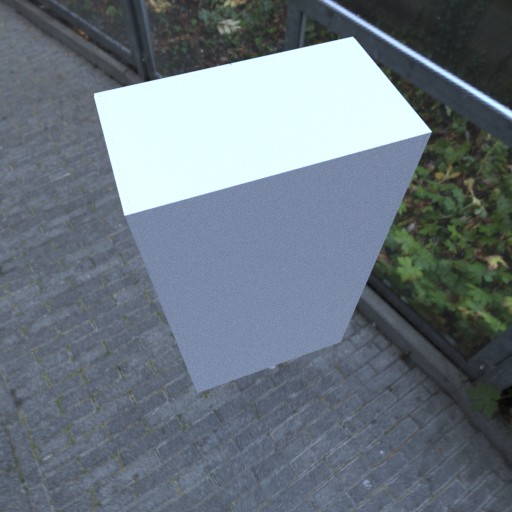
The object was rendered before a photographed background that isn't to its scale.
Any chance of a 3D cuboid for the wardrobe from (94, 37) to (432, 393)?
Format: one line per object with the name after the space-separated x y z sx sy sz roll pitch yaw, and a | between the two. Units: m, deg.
0.000 0.000 2.236 0.991 1.808 0.577 -17 59 -11 | wardrobe
